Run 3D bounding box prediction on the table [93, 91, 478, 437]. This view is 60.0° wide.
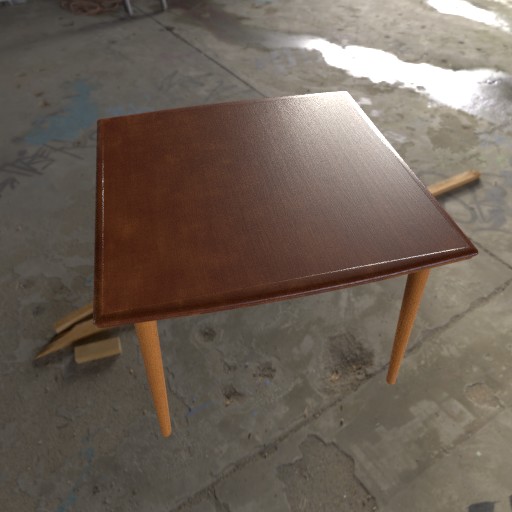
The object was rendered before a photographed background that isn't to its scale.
[{"bbox_3d":[0.000,0.000,1.673,0.991,0.754,0.991,-10,47,-9],"label":"table"}]
